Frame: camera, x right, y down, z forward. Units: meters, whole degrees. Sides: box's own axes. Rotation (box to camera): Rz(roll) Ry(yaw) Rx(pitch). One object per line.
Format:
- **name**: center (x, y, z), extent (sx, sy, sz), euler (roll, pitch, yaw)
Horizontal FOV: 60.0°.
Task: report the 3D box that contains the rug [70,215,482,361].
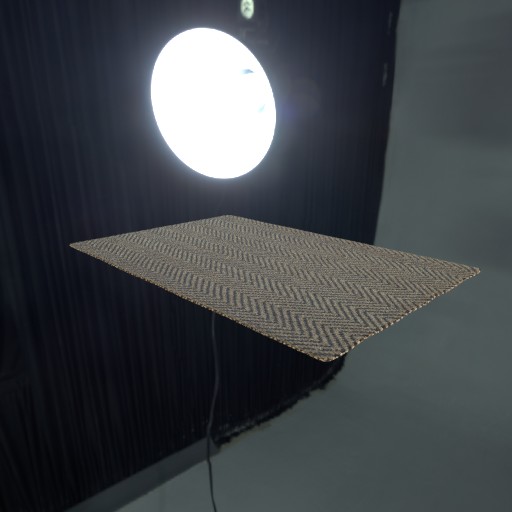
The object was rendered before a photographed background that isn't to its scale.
- **rug**: center (0.000, 0.000, 2.309), extent (1.219, 0.008, 1.828), euler (-16, 23, -42)
